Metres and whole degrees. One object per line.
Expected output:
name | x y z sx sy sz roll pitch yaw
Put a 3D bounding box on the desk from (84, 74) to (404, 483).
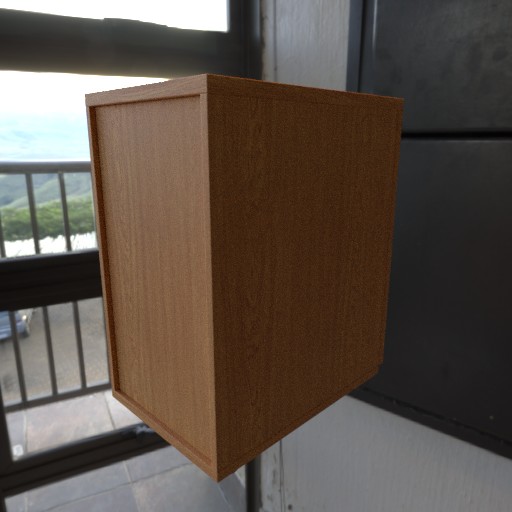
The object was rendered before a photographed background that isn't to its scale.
desk | 0.000 0.000 1.074 0.600 0.730 0.404 -14 20 -43
